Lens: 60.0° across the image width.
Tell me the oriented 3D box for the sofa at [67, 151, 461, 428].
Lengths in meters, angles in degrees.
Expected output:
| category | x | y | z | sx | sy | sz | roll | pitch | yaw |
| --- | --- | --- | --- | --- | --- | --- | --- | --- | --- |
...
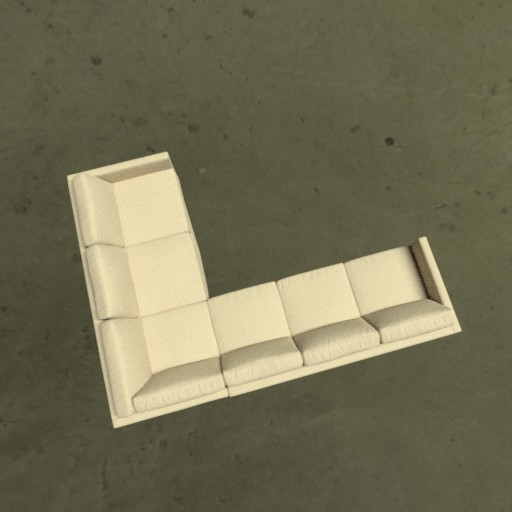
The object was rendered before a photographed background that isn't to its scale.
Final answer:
| category | x | y | z | sx | sy | sz | roll | pitch | yaw |
| --- | --- | --- | --- | --- | --- | --- | --- | --- | --- |
| sofa | 0.000 | 0.000 | 4.381 | 3.182 | 0.871 | 2.432 | -15 | 77 | -4 |
